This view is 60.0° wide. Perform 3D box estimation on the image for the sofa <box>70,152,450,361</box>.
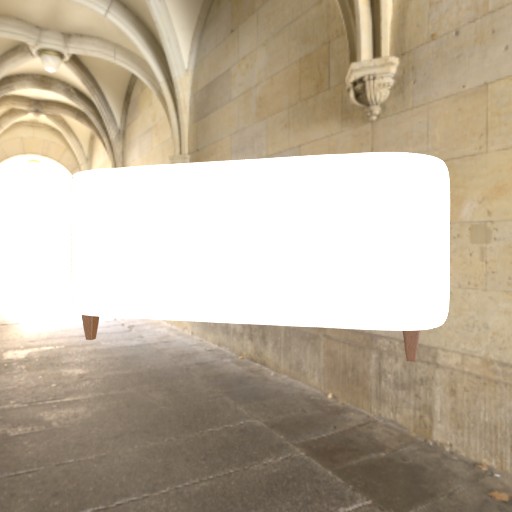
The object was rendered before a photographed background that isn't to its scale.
[{"bbox_3d":[0.000,0.000,2.217,1.733,0.855,0.941,0,1,16],"label":"sofa"}]
